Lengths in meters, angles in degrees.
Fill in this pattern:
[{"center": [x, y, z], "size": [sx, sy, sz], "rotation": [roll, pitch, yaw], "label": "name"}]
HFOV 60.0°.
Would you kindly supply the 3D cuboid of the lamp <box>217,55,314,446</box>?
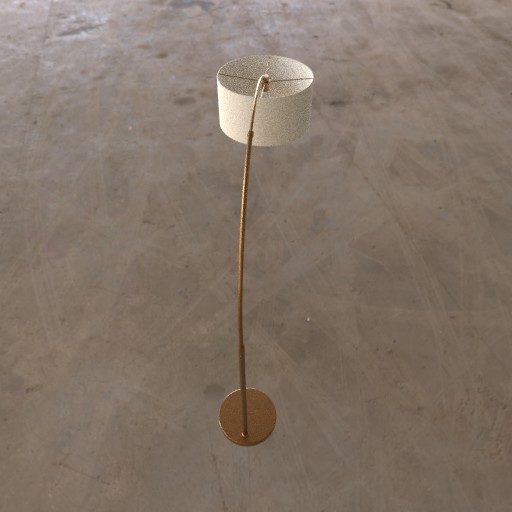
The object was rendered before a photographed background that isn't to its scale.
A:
[{"center": [0.000, 0.000, 2.538], "size": [0.493, 1.927, 1.434], "rotation": [4, 47, 4], "label": "lamp"}]
